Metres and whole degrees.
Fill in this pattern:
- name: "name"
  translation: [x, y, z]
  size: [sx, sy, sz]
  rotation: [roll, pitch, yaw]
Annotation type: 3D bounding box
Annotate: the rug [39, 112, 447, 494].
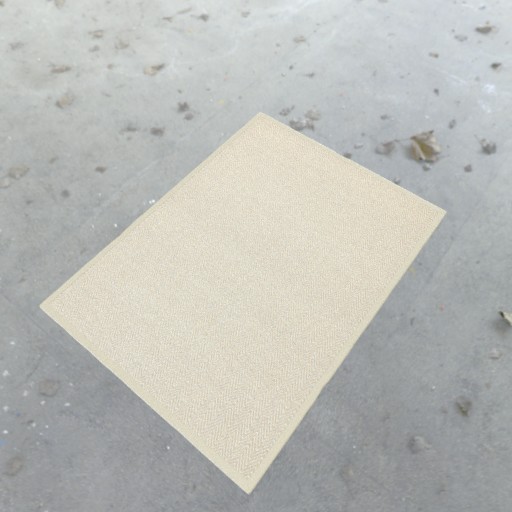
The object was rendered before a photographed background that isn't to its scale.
- name: "rug"
  translation: [0.000, 0.000, 4.797]
  size: [2.734, 0.037, 3.659]
  rotation: [34, 64, 19]
